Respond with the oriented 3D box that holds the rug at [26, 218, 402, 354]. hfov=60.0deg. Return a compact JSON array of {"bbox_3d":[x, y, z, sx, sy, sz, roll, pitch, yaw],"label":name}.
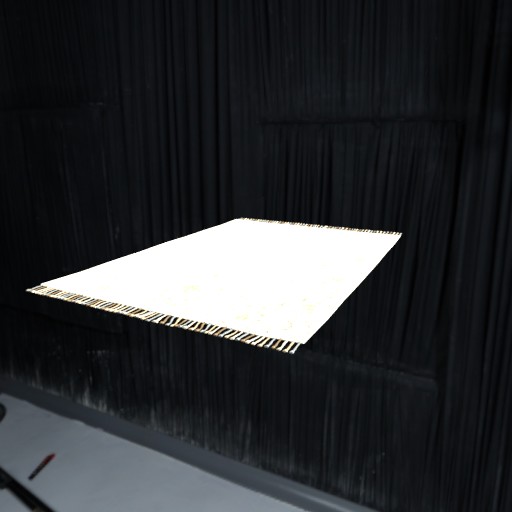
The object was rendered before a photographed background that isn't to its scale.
[{"bbox_3d":[0.000,0.000,2.369,1.218,0.017,1.861,8,17,26],"label":"rug"}]
